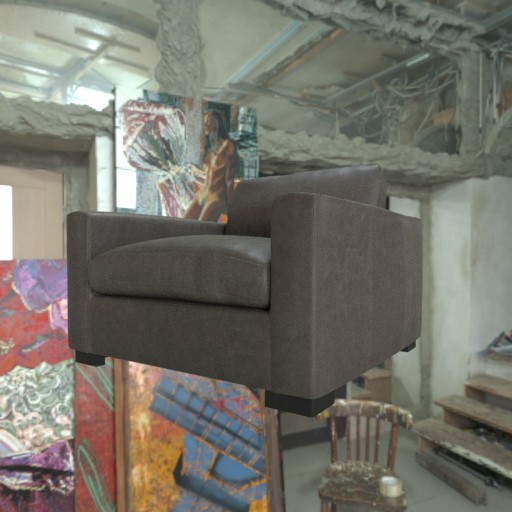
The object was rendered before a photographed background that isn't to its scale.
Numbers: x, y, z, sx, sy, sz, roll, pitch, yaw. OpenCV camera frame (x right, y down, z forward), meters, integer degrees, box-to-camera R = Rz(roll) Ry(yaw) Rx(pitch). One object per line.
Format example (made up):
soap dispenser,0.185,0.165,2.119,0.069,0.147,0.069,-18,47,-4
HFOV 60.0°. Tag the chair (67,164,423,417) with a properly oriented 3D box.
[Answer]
chair,0.000,0.000,1.817,1.106,0.807,1.080,0,1,34
